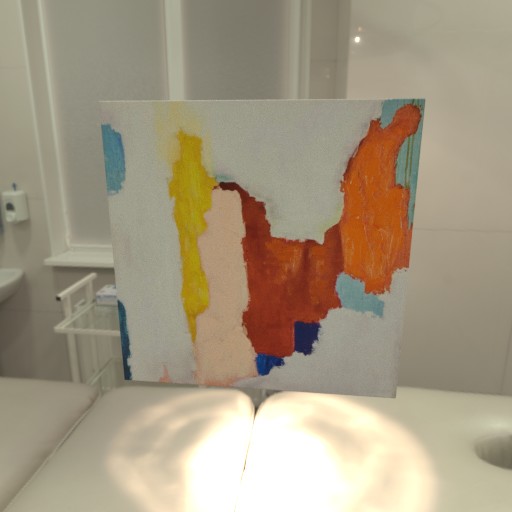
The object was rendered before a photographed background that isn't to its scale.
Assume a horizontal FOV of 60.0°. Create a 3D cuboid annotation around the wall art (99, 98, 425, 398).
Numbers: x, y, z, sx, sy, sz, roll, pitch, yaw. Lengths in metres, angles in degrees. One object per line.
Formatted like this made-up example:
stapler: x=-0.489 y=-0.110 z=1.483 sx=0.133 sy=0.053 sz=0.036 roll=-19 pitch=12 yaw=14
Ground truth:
wall art: x=0.000 y=0.000 z=1.225 sx=0.814 sy=0.814 sz=0.037 roll=2 pitch=16 yaw=7
